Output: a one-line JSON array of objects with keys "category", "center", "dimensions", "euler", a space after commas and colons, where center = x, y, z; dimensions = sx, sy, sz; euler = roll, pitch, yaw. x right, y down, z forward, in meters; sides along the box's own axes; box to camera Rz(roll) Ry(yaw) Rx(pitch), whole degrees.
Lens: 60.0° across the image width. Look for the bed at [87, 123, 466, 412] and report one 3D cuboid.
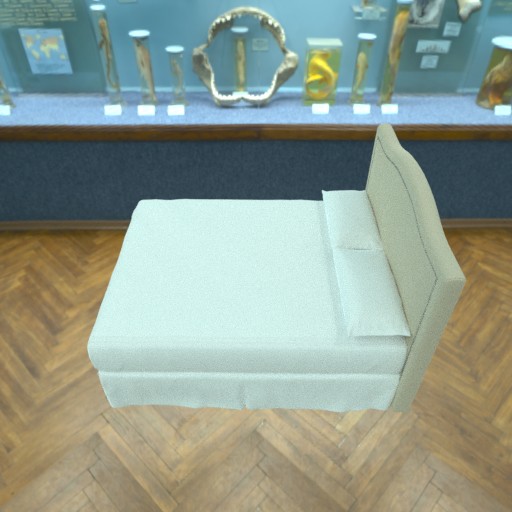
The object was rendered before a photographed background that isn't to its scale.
[{"category": "bed", "center": [0.000, 0.000, 3.273], "dimensions": [2.143, 1.460, 1.753], "euler": [0, 42, 0]}]
